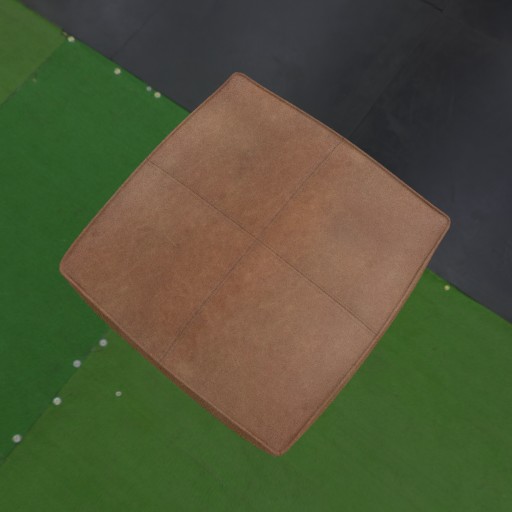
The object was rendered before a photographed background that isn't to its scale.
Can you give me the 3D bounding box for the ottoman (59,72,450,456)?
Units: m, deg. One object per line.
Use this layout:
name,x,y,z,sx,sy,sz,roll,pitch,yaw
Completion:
ottoman,0.000,0.000,1.385,0.901,0.395,0.902,38,79,9
